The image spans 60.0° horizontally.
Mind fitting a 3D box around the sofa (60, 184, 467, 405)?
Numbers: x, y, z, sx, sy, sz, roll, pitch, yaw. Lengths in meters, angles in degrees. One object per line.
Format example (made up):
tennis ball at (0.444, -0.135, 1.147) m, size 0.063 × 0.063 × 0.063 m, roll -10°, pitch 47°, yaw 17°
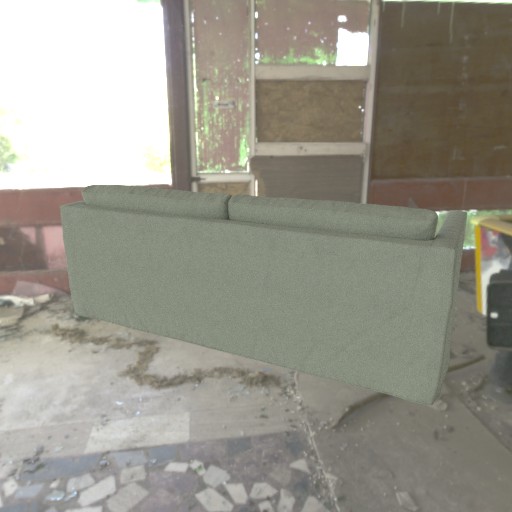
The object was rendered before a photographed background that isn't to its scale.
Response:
sofa at (0.000, 0.000, 2.736) m, size 2.312 × 0.853 × 0.962 m, roll 8°, pitch 18°, yaw 26°
